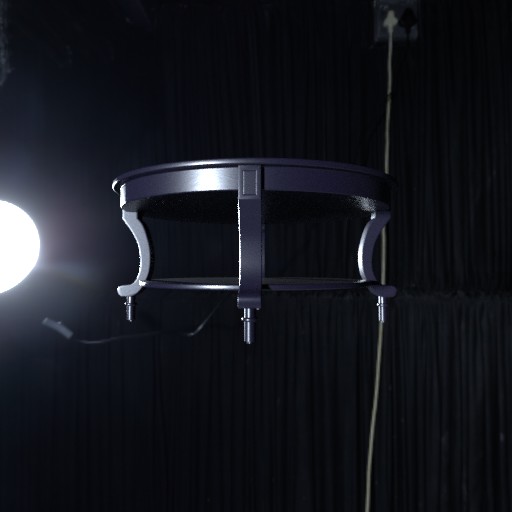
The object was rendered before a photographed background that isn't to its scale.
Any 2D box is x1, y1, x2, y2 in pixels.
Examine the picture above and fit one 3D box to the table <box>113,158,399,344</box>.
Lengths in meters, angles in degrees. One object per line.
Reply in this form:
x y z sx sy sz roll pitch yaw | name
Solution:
0.000 0.000 1.663 1.029 0.491 1.029 0 -1 0 | table
